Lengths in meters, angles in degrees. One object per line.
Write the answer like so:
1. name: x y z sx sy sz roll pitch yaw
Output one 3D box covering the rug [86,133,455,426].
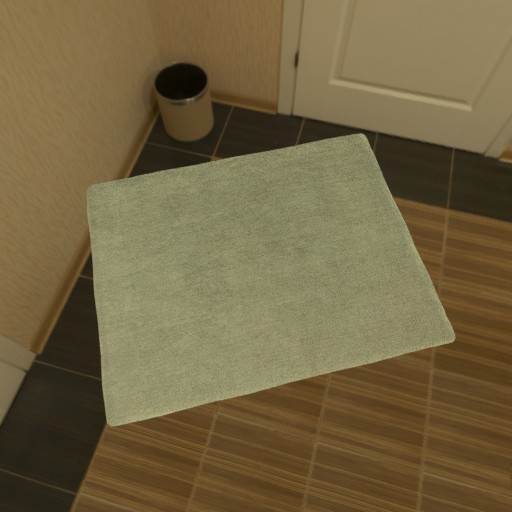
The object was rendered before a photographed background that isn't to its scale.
1. rug: 0.000 0.000 4.043 2.933 0.027 2.332 -12 64 -6
